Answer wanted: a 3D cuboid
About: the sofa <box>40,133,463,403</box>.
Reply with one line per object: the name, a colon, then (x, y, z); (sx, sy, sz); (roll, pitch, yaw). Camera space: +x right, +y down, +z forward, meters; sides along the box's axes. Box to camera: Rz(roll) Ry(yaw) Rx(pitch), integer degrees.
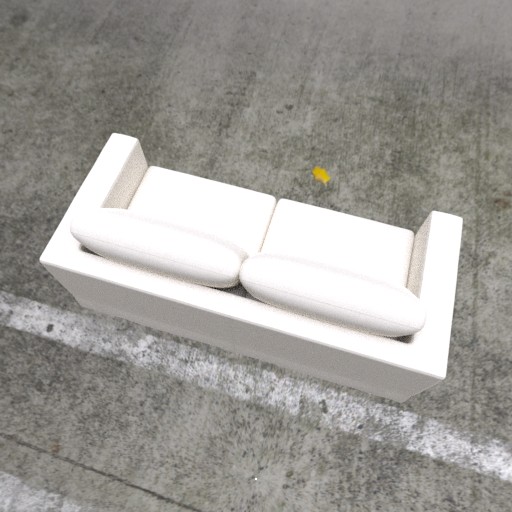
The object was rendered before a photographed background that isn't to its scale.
sofa: (0.000, 0.000, 2.591); (2.163, 0.881, 0.954); (15, 64, 7)
